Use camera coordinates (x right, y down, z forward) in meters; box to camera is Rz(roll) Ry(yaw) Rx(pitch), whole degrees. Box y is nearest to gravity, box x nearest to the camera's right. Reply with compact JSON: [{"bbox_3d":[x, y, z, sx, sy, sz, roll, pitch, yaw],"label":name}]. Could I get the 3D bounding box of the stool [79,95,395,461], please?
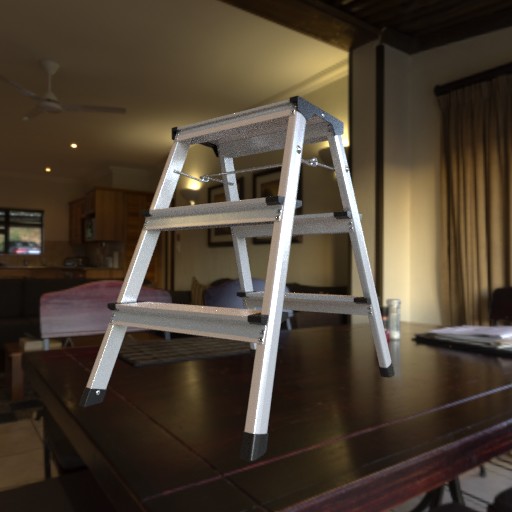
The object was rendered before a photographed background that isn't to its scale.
[{"bbox_3d":[0.000,0.000,1.019,0.437,0.605,0.622,-1,-1,36],"label":"stool"}]
